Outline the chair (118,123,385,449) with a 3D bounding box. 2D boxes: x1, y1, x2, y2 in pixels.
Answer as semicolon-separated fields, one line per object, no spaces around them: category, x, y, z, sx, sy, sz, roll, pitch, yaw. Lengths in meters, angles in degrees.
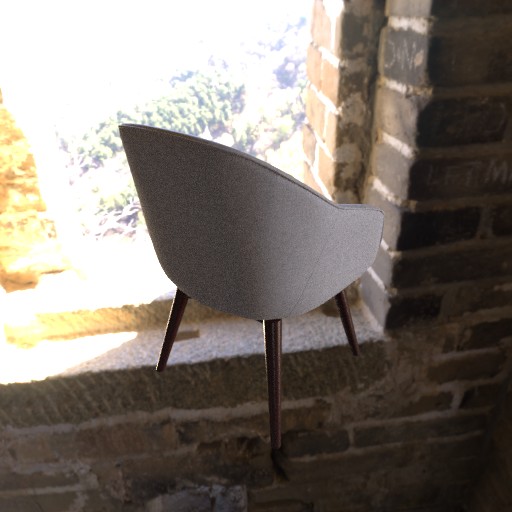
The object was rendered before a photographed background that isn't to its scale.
chair;0.000;0.000;1.261;0.596;0.823;0.635;21;35;33
